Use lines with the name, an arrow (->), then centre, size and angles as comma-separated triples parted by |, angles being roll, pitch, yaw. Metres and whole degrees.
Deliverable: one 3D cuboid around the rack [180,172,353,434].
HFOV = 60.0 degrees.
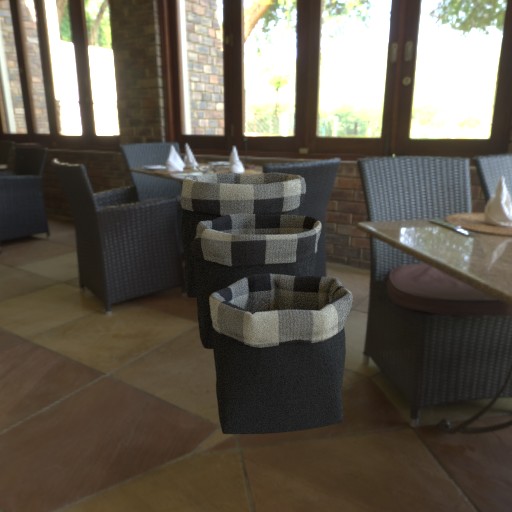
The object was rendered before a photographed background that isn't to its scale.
rack -> 0.000, 0.000, 1.074 | 0.370, 0.329, 0.889 | -2, 16, -7
